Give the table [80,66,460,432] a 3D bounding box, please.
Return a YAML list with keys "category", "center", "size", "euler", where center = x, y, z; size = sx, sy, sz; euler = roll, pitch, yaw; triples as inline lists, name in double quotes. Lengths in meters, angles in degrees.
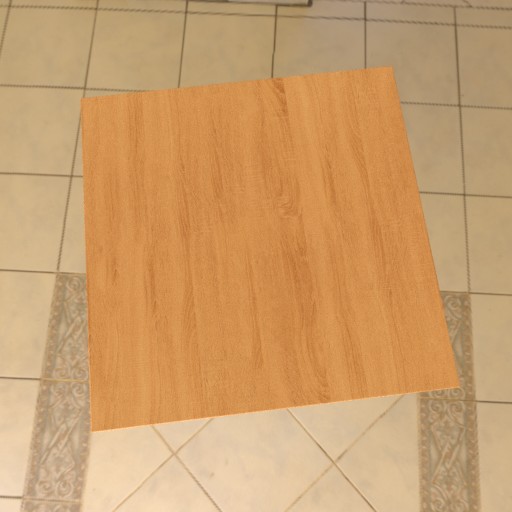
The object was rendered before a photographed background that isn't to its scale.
- category: "table"
  center: [0.000, 0.000, 1.129]
  size: [0.700, 0.450, 0.700]
  euler: [-7, 77, -1]
